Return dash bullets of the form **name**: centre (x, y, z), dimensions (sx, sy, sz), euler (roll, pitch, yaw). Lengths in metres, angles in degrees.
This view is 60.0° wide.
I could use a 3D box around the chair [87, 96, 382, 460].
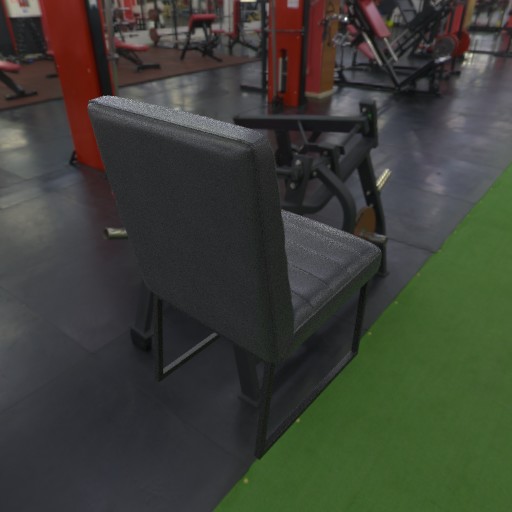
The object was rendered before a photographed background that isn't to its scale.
- **chair**: centre (0.000, 0.000, 1.301), dimensions (0.520, 0.930, 0.634), euler (24, 39, 34)
